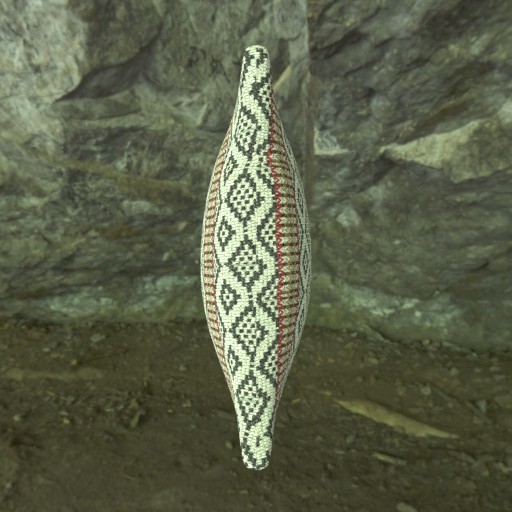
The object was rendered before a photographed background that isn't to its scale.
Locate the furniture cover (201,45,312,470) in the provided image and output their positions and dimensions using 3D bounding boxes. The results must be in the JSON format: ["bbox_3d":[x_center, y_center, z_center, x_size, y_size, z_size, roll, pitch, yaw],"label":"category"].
[{"bbox_3d":[0.000,0.000,0.770,0.182,0.506,0.503,0,0,0],"label":"furniture cover"}]
